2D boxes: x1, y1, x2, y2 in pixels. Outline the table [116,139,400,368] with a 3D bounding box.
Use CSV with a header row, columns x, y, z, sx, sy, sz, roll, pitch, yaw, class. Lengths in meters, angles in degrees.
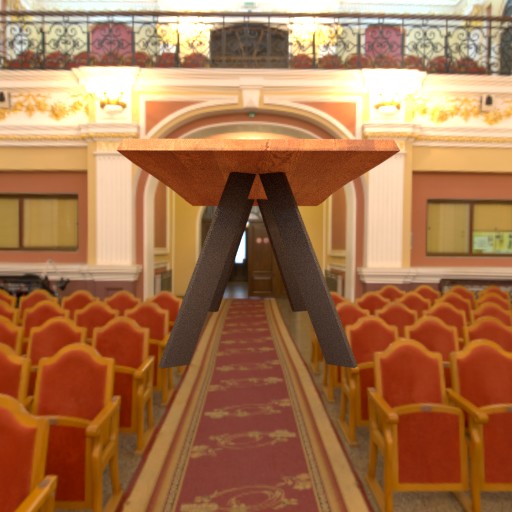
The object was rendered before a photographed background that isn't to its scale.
x,y,z,sx,sy,sz,roll,pitch,yaw,class
0.000,0.000,2.300,0.900,0.770,1.800,0,1,-1,table
